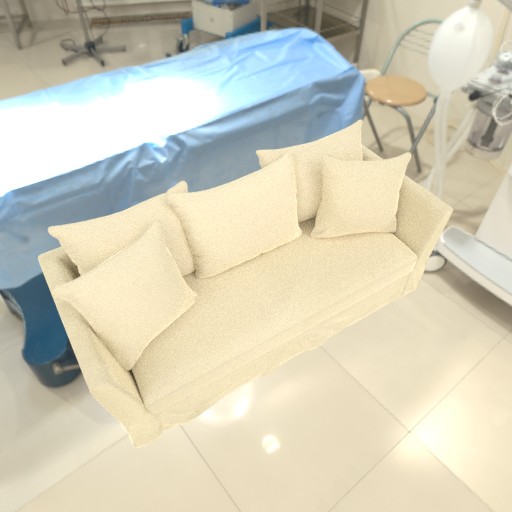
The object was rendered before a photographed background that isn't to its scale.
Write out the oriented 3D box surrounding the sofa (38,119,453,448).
[{"bbox_3d":[0.000,0.000,2.765,2.290,1.034,1.031,-24,51,-21],"label":"sofa"}]
